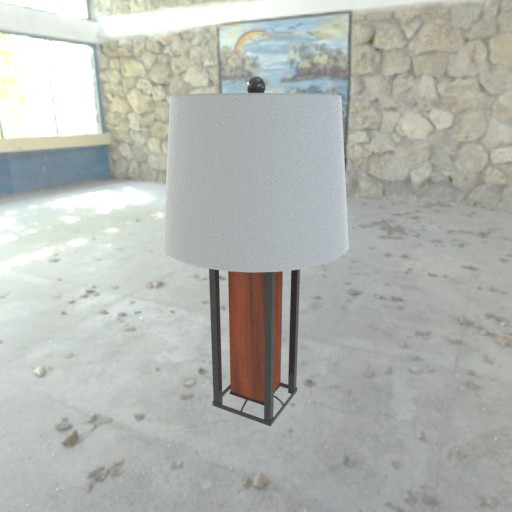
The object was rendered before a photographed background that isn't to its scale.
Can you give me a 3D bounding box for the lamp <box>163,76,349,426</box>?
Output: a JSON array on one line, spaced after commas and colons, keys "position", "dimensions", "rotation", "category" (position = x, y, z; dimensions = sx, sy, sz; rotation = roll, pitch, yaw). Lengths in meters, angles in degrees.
[{"position": [0.000, 0.000, 0.784], "dimensions": [0.320, 0.591, 0.320], "rotation": [0, 18, 0], "category": "lamp"}]
